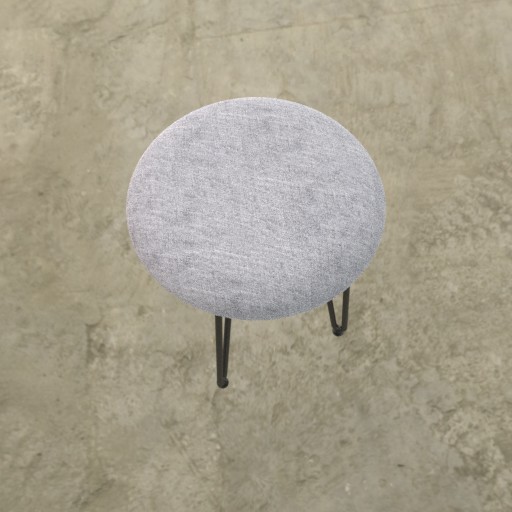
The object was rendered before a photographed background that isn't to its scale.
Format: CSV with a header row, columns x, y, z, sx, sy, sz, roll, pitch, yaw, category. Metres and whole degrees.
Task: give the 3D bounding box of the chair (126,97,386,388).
x,y,z,sx,sy,sz,roll,pitch,yaw,category
0.000,0.000,0.674,0.350,0.386,0.350,19,65,9,chair
